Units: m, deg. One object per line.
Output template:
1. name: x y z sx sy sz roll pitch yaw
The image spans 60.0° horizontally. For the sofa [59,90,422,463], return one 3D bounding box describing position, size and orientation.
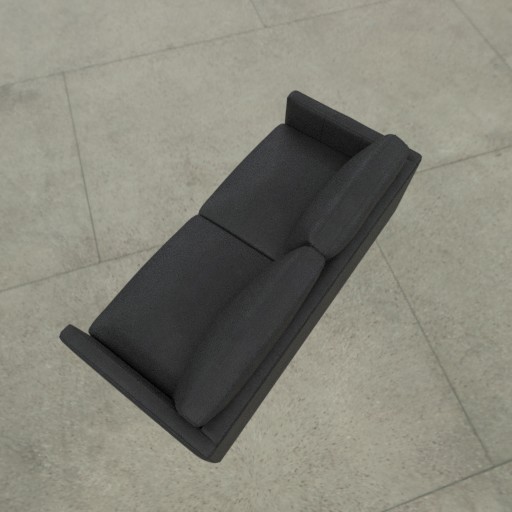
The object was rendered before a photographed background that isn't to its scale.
1. sofa: 0.000 0.000 2.489 0.933 0.863 1.971 33 68 16
